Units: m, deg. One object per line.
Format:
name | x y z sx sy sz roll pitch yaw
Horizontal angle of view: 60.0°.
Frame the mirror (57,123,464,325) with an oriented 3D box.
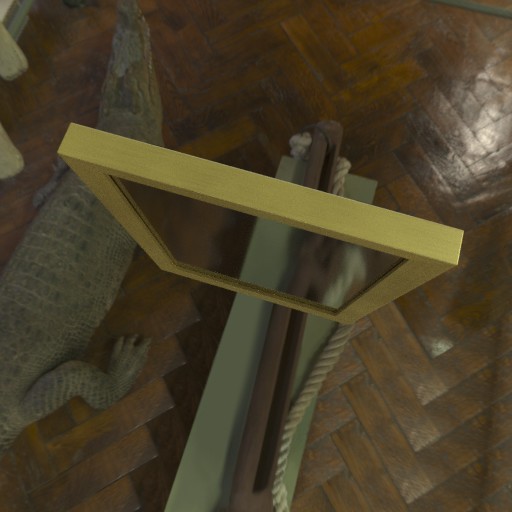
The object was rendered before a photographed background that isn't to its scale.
mirror | 0.000 0.000 0.679 0.405 0.508 0.041 16 76 4
